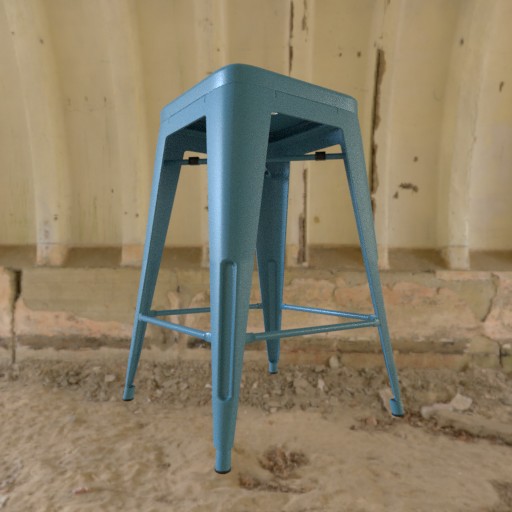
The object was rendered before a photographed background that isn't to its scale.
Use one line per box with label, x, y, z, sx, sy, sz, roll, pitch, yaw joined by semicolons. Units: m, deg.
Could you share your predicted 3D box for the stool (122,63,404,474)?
stool;0.000;0.000;0.891;0.410;0.608;0.410;0;-1;-35
